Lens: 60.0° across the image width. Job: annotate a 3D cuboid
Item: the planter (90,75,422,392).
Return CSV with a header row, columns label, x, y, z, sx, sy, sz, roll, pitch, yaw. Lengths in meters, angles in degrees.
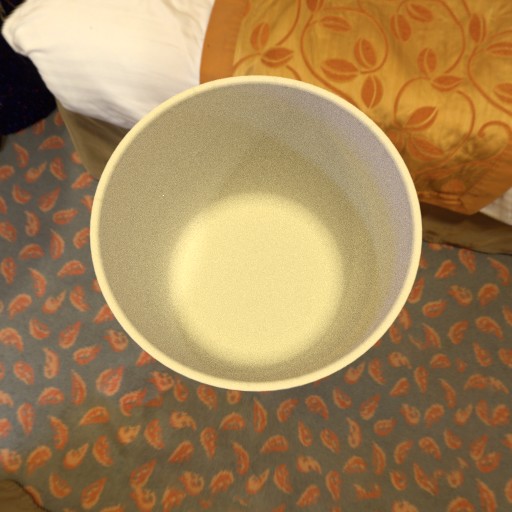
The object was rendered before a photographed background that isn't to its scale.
label,x,y,z,sx,sy,sz,roll,pitch,yaw
planter,0.000,0.000,0.780,0.440,0.398,0.440,0,76,0
